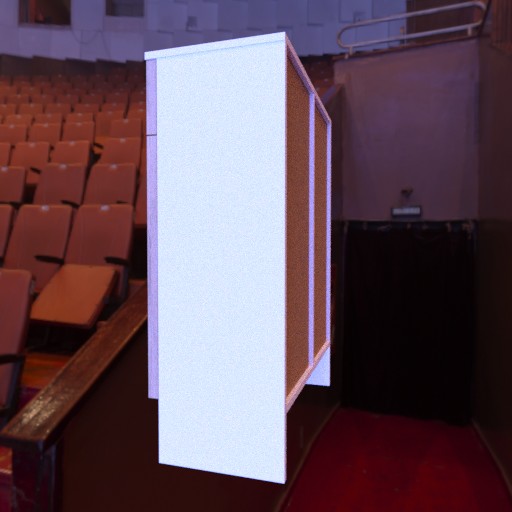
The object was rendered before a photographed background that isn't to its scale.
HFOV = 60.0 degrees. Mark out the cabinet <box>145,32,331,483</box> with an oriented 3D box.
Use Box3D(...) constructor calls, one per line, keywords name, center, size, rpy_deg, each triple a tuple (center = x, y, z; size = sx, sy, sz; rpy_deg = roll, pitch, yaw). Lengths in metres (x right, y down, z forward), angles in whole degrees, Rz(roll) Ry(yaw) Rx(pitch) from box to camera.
Box3D(name="cabinet", center=(0.000, 0.000, 1.128), size=(0.296, 0.815, 0.600), rpy_deg=(1, 2, 17))
